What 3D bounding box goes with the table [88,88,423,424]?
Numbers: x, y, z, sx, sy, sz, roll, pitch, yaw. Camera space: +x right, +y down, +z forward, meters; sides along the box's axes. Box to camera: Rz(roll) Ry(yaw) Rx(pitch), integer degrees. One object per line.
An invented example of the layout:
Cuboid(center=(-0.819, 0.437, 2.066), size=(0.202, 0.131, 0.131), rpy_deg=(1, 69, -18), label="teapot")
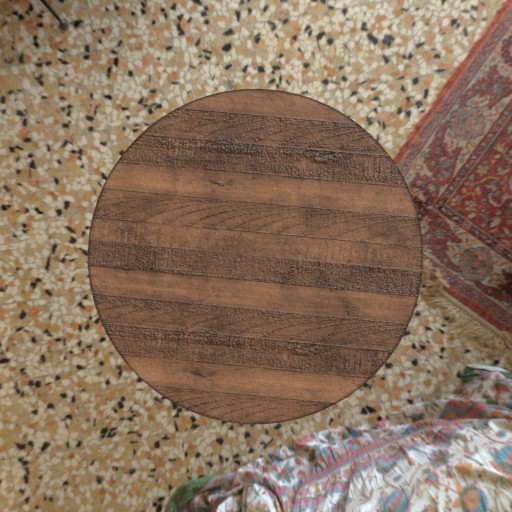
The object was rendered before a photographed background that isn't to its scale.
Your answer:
Cuboid(center=(0.000, 0.000, 1.335), size=(0.837, 0.462, 0.837), rpy_deg=(0, 91, 1), label="table")
